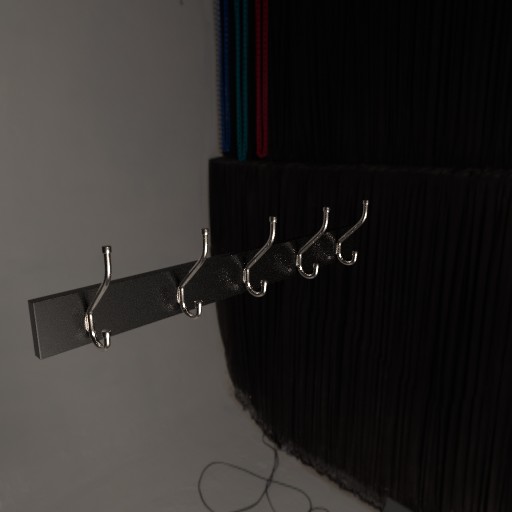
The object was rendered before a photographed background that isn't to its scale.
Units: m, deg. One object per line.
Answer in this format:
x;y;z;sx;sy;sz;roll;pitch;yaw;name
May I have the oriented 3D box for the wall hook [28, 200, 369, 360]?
0.000;0.000;0.610;0.071;0.117;0.571;14;20;42;wall hook
